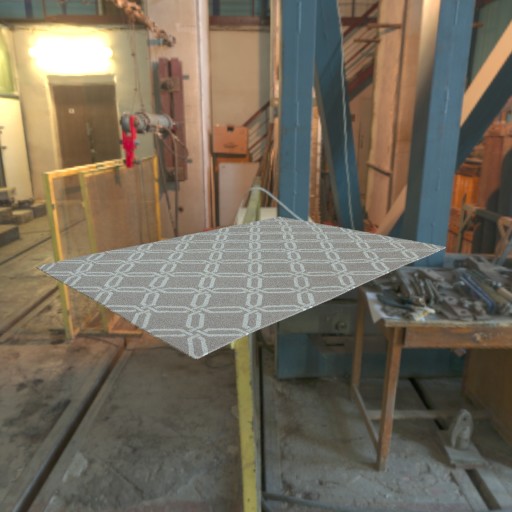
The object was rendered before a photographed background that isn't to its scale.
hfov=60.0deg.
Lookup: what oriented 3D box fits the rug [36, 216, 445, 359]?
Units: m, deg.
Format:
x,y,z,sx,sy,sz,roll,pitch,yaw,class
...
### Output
x,y,z,sx,sy,sz,roll,pitch,yaw,class
0.000,0.000,2.783,1.524,0.013,2.135,15,22,43,rug
